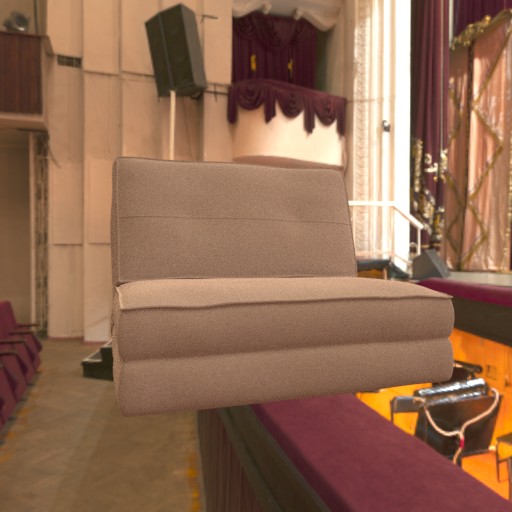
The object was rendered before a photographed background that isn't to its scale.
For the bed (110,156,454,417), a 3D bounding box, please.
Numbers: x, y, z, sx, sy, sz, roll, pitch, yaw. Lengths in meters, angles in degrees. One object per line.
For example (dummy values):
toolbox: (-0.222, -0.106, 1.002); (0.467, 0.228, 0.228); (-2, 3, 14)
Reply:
bed: (0.000, 0.000, 1.284); (0.799, 0.614, 0.749); (0, 1, -19)
